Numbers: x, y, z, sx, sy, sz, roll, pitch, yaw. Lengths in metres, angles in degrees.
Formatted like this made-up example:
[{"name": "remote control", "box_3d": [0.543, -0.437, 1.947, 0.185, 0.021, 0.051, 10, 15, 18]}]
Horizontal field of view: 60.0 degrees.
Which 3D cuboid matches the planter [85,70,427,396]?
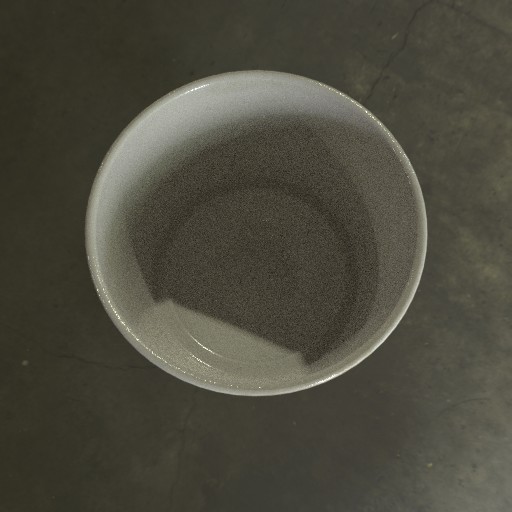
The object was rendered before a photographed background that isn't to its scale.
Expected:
[{"name": "planter", "box_3d": [0.000, 0.000, 0.334, 0.193, 0.177, 0.193, 0, 75, 0]}]
